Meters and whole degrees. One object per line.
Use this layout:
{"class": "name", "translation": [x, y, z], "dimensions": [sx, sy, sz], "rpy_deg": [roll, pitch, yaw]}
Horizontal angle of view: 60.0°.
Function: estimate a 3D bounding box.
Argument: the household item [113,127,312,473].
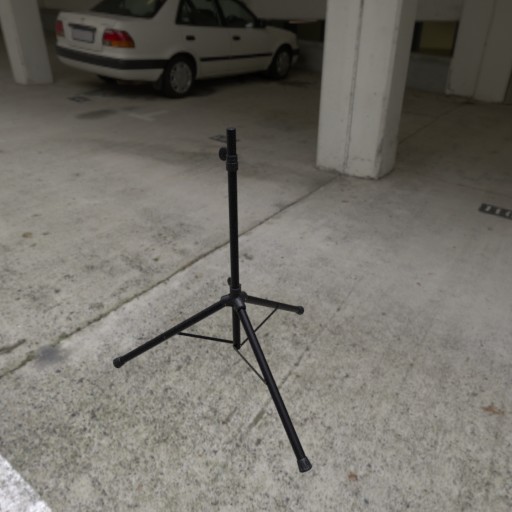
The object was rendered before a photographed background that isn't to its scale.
{"class": "household item", "translation": [0.000, 0.000, 1.896], "dimensions": [1.045, 1.136, 0.907], "rpy_deg": [19, 34, 30]}
